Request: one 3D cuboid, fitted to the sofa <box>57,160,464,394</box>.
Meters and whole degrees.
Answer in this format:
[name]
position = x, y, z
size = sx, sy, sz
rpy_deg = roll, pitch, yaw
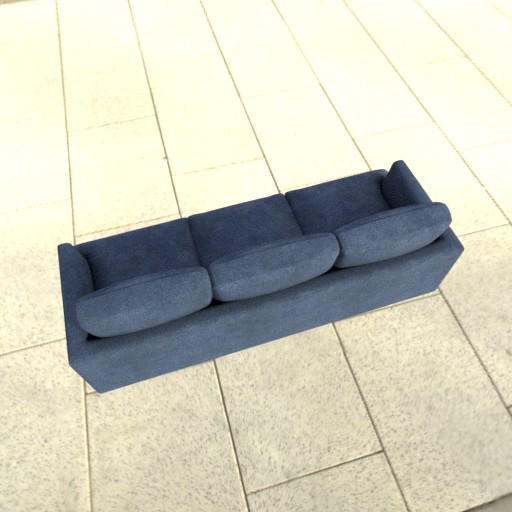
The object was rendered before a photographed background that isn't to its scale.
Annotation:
[sofa]
position = 0.000, 0.000, 2.739
size = 2.246, 0.930, 0.903
rpy_deg = -15, 59, -10
